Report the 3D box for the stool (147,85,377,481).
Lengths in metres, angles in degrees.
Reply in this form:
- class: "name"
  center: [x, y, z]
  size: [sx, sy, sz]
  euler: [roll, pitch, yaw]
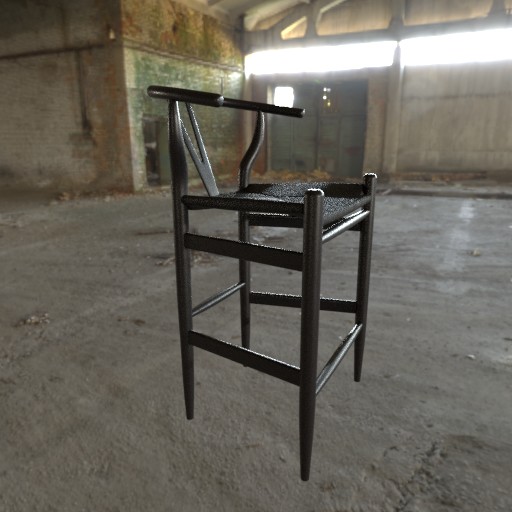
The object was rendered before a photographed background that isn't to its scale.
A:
- class: "stool"
  center: [0.000, 0.000, 1.336]
  size: [0.579, 0.970, 0.569]
  euler: [7, 16, 26]
